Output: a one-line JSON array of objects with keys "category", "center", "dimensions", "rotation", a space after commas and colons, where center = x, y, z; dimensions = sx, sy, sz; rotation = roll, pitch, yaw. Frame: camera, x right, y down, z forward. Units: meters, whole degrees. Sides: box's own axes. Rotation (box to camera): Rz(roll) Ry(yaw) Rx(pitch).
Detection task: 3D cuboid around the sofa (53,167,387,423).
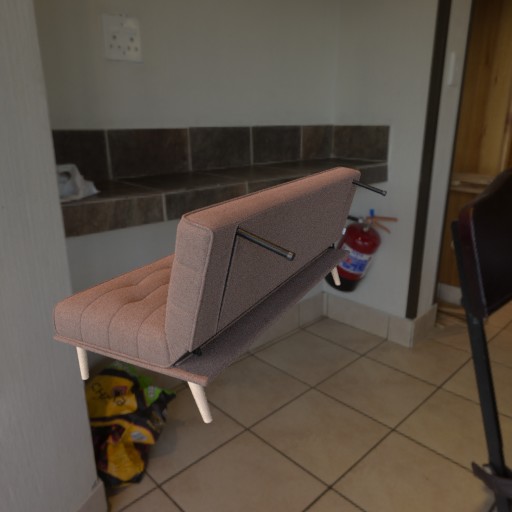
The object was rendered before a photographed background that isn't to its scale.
[{"category": "sofa", "center": [0.000, 0.000, 2.379], "dimensions": [1.038, 0.810, 1.820], "rotation": [9, 19, 26]}]
